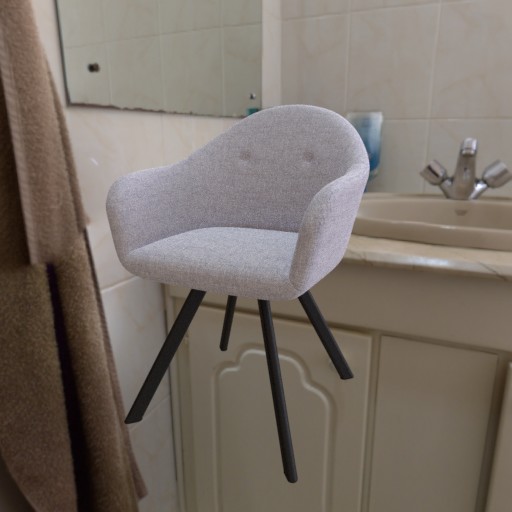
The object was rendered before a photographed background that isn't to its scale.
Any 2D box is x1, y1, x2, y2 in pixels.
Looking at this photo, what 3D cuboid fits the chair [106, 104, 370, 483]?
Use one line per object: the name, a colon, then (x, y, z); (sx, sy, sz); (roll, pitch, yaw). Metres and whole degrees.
chair: (0.000, 0.000, 1.155); (0.540, 0.780, 0.570); (7, 16, 25)
